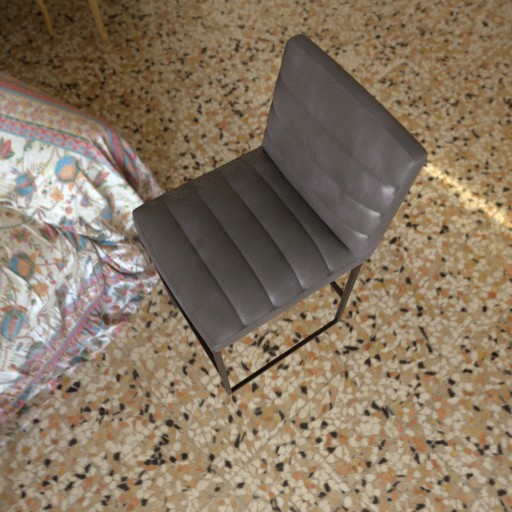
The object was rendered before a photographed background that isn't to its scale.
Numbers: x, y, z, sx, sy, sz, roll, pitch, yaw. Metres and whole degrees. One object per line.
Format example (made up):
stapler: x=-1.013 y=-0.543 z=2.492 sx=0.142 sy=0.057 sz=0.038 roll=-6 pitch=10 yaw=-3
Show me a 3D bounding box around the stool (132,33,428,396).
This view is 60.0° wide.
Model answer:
stool: x=0.000 y=0.000 z=1.360 sx=0.562 sy=1.065 sz=0.463 roll=-31 pitch=67 yaw=-14
